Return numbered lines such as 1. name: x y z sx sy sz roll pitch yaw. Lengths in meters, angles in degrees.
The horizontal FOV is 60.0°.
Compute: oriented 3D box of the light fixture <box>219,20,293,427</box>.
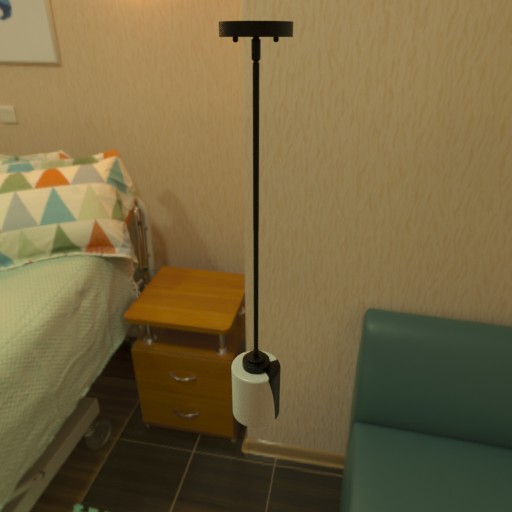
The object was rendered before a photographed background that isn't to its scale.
1. light fixture: 0.000 0.000 0.923 0.123 0.863 0.123 -8 28 -16
